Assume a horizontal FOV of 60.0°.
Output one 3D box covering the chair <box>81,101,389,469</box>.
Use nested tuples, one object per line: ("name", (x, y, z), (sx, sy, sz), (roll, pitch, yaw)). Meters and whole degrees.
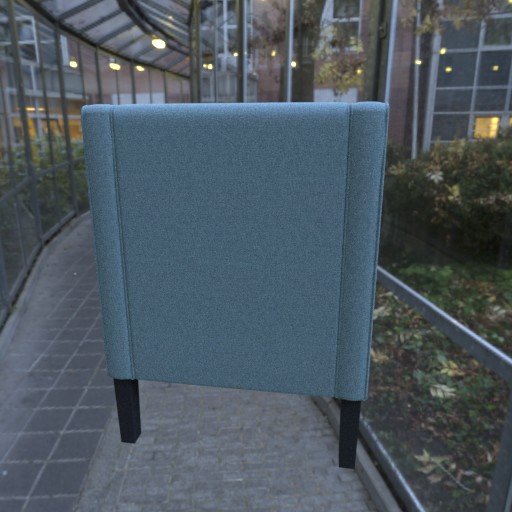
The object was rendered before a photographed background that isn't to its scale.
("chair", (0.000, 0.000, 1.811), (0.857, 1.133, 1.025), (3, 16, 9))
